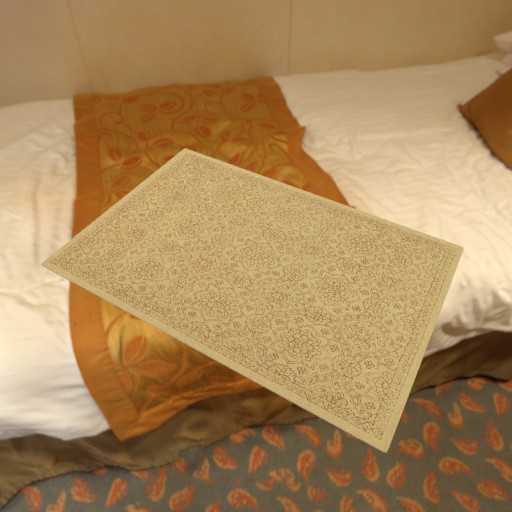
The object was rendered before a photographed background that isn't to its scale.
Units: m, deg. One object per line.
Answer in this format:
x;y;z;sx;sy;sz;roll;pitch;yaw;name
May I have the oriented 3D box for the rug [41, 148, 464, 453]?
0.000;0.000;2.295;1.829;0.010;1.219;23;51;20;rug
